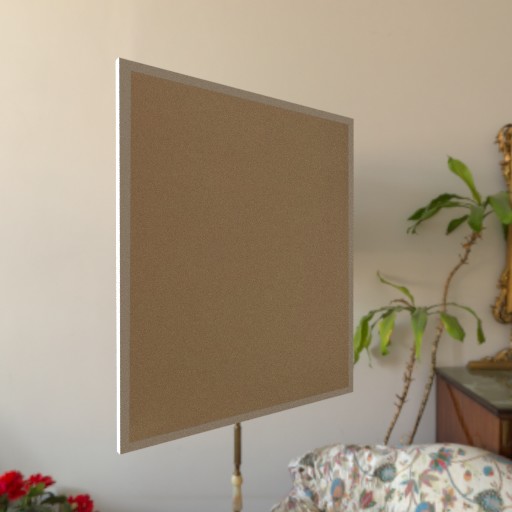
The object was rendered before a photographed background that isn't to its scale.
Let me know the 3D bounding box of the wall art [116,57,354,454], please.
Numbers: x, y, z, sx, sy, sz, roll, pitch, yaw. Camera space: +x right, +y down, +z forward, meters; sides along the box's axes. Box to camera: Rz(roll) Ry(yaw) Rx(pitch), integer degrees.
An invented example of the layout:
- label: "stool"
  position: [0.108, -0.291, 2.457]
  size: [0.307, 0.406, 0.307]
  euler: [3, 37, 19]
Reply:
- label: "wall art"
  position: [0.000, 0.000, 0.767]
  size: [0.482, 0.557, 0.012]
  euler: [0, 0, -36]
